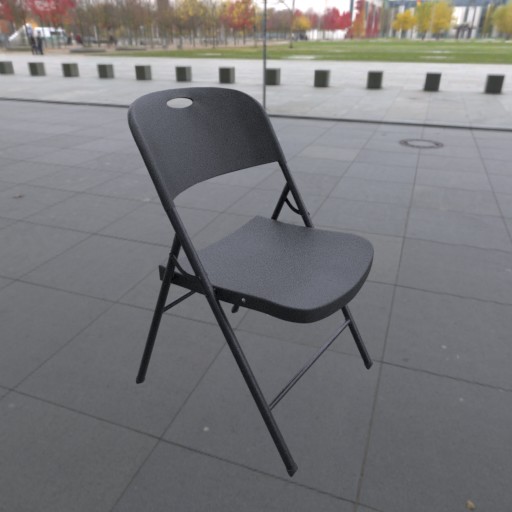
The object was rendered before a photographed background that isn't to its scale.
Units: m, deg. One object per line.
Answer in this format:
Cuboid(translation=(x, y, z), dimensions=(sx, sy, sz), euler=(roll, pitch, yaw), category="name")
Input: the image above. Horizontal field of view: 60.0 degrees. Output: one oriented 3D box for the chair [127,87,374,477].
Cuboid(translation=(0.000, 0.000, 1.188), dimensions=(0.567, 0.810, 0.494), euler=(18, 31, 31), category="chair")
